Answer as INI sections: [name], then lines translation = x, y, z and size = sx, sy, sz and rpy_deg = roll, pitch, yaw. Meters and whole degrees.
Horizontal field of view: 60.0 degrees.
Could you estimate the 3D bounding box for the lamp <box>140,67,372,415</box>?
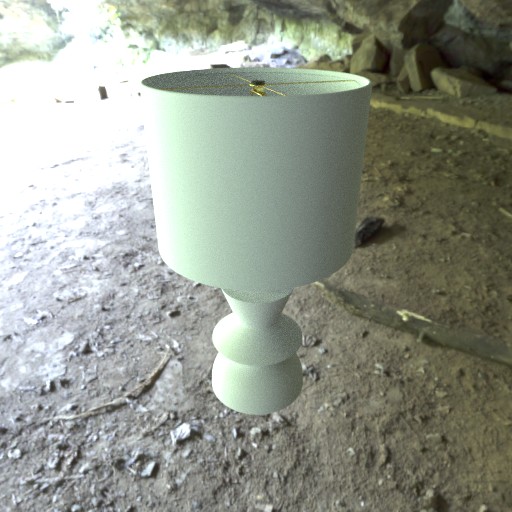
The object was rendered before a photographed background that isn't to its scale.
[lamp]
translation = 0.000, 0.000, 0.713
size = 0.301, 0.533, 0.301
rpy_deg = -9, 30, -16
